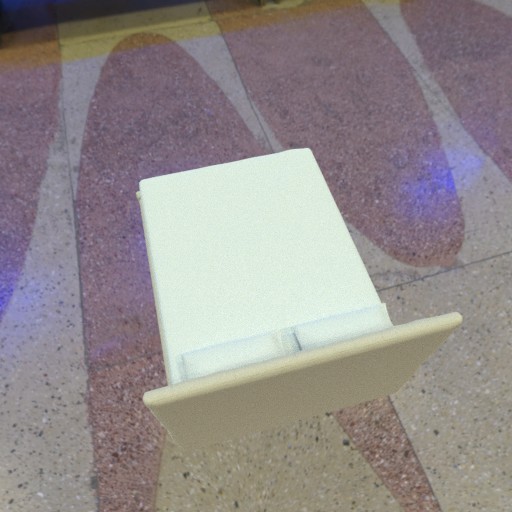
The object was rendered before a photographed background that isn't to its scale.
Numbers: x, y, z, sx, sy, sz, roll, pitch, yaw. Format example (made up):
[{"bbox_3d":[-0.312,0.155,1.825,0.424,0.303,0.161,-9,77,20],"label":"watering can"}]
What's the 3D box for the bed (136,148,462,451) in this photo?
[{"bbox_3d":[0.000,0.000,3.360,1.696,1.426,2.233,-13,59,-8],"label":"bed"}]
